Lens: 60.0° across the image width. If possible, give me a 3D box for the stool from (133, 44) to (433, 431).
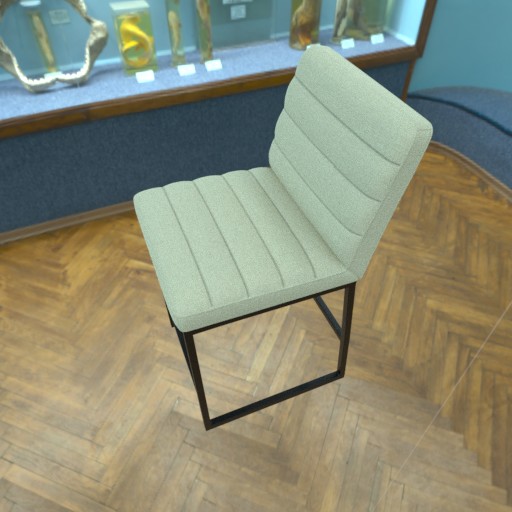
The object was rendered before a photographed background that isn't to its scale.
[{"bbox_3d":[0.000,0.000,1.239,0.560,0.940,0.460,-16,48,-15],"label":"stool"}]
